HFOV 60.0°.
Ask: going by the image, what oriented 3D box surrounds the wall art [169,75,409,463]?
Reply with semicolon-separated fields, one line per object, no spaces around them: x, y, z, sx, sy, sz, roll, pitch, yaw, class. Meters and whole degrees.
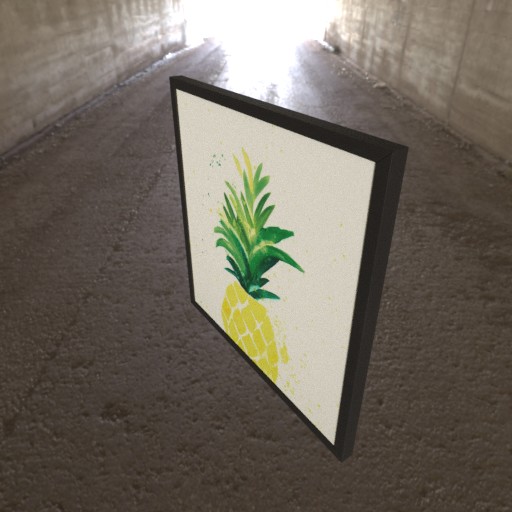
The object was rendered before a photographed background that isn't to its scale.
0.000;0.000;1.132;0.037;0.760;0.762;-20;37;-29;wall art
